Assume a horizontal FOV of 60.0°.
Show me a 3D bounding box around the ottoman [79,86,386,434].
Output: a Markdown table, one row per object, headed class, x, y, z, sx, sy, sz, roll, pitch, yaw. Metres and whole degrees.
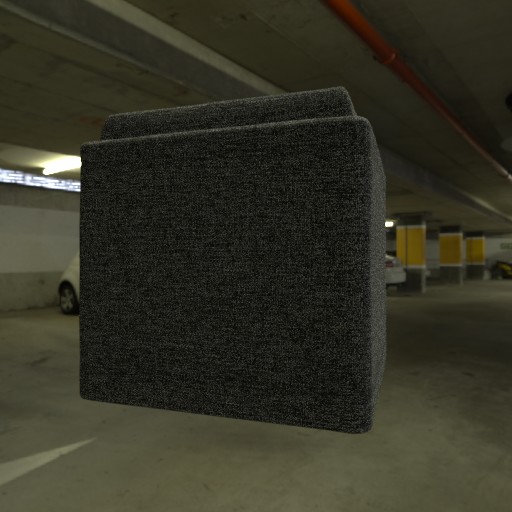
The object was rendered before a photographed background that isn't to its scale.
| class | x | y | z | sx | sy | sz | roll | pitch | yaw |
| --- | --- | --- | --- | --- | --- | --- | --- | --- | --- |
| ottoman | 0.000 | 0.000 | 0.823 | 0.450 | 0.463 | 0.450 | 0 | 0 | 19 |
